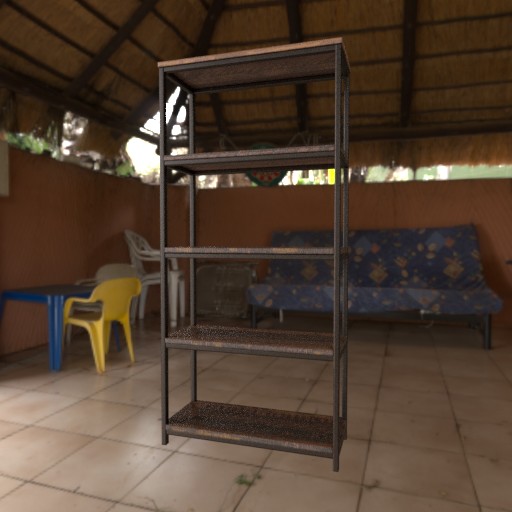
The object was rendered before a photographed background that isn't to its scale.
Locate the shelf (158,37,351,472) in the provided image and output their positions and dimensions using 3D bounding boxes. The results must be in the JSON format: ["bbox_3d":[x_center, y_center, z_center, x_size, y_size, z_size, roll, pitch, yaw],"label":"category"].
[{"bbox_3d":[0.000,0.000,2.196,0.874,1.860,0.359,1,2,18],"label":"shelf"}]
